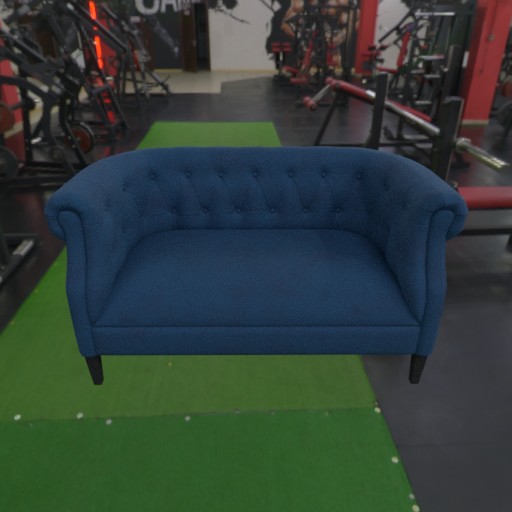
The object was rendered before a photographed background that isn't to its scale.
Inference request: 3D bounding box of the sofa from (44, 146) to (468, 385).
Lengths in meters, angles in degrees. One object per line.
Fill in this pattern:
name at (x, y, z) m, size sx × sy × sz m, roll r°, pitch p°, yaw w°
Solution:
sofa at (0.000, 0.000, 2.014) m, size 1.558 × 0.827 × 0.835 m, roll 0°, pitch 29°, yaw 0°
